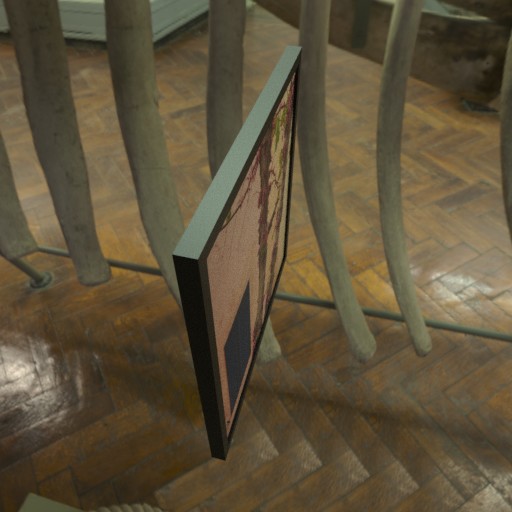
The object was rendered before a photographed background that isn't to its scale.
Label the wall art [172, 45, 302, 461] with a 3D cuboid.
[{"bbox_3d":[0.000,0.000,1.137,0.038,0.762,0.762,11,47,10],"label":"wall art"}]
